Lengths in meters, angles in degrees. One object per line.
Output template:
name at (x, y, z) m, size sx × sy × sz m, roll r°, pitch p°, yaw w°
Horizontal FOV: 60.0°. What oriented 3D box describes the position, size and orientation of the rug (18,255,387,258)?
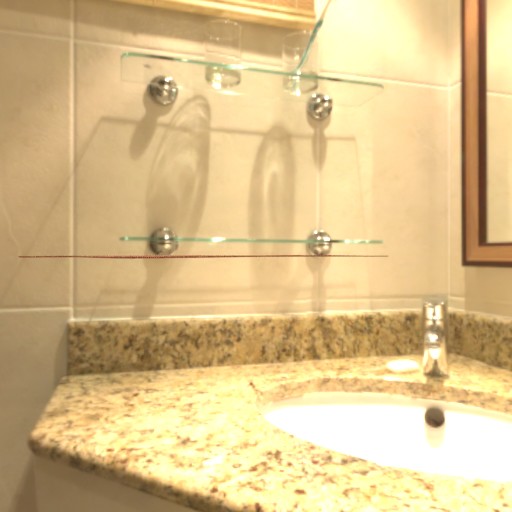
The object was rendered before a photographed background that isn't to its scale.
rug at (0.000, 0.000, 2.571) m, size 0.718 × 0.013 × 2.353 m, roll 0°, pitch 0°, yaw 37°
